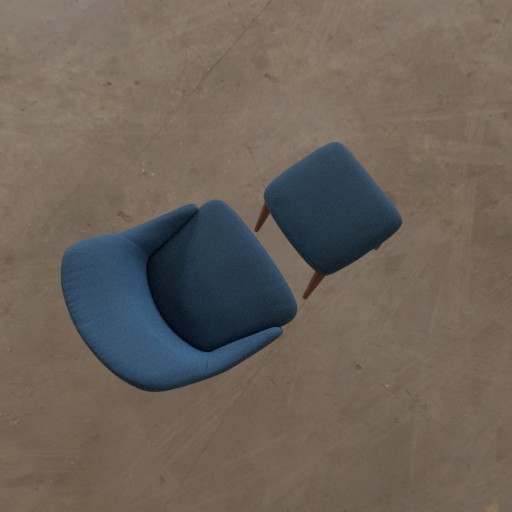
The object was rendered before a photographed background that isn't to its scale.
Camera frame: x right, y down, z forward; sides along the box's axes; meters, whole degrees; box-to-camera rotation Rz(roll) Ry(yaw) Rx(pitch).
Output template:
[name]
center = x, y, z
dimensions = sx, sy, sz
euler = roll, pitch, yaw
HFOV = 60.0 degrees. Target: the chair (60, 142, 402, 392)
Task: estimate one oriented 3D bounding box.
[chair]
center = 0.000, 0.000, 1.632
dimensions = 1.114, 0.866, 0.584
euler = -34, 78, -8
